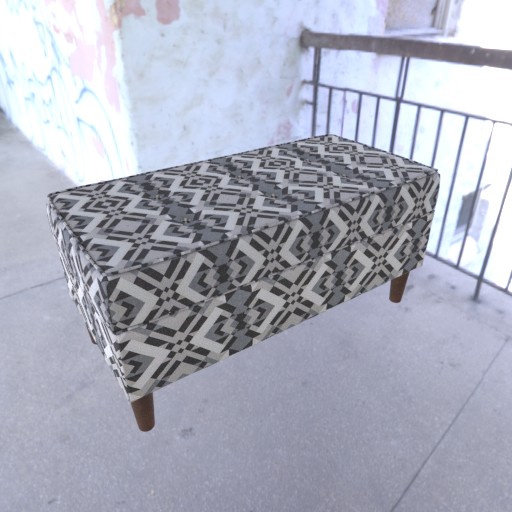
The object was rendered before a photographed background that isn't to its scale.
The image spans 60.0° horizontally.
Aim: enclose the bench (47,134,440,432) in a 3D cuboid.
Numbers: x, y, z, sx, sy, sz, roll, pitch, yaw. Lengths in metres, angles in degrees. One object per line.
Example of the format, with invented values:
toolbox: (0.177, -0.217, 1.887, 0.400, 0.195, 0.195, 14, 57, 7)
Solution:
bench: (0.000, 0.000, 1.325, 1.016, 0.477, 0.492, -19, 36, -29)
